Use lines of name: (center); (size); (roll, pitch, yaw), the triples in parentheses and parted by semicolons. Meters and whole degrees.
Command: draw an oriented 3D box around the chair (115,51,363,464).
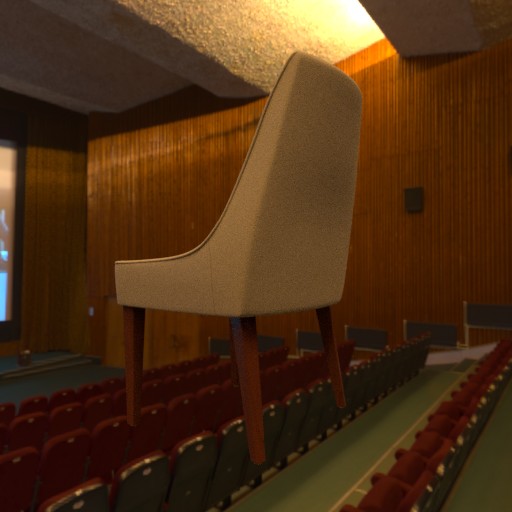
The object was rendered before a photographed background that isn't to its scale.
chair: (0.000, 0.000, 1.188); (0.544, 0.861, 0.529); (-1, -1, 34)
